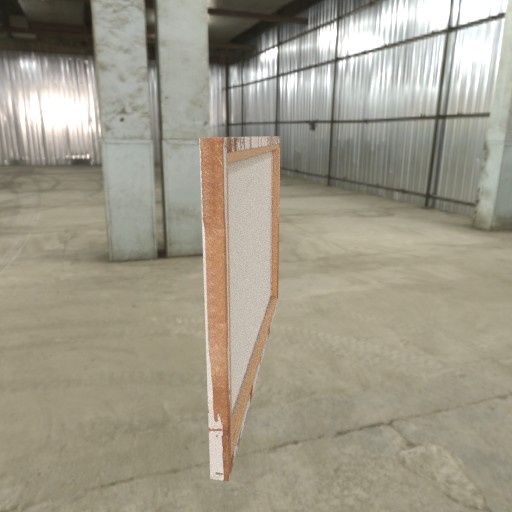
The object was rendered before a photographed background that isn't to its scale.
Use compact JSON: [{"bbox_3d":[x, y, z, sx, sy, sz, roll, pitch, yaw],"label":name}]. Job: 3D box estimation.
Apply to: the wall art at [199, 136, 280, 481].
[{"bbox_3d":[0.000,0.000,1.171,0.035,0.609,0.914,2,15,8],"label":"wall art"}]
